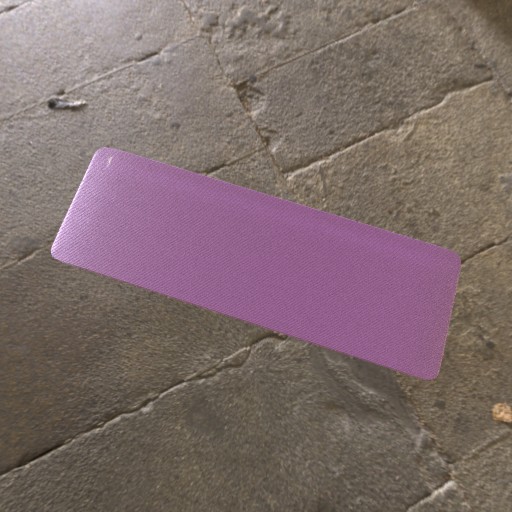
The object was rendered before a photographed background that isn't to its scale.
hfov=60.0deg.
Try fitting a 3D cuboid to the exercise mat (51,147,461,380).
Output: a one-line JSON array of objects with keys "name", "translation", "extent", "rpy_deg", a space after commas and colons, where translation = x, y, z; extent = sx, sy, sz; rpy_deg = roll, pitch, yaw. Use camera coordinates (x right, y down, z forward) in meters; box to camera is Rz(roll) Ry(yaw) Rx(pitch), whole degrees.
[{"name": "exercise mat", "translation": [0.000, 0.000, 2.092], "extent": [1.869, 0.021, 0.616], "rpy_deg": [17, 77, 4]}]
